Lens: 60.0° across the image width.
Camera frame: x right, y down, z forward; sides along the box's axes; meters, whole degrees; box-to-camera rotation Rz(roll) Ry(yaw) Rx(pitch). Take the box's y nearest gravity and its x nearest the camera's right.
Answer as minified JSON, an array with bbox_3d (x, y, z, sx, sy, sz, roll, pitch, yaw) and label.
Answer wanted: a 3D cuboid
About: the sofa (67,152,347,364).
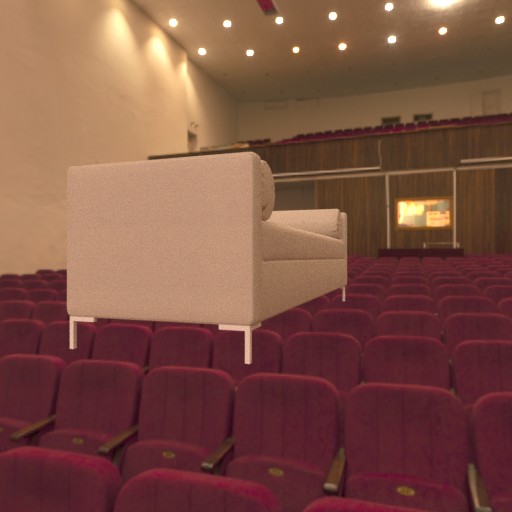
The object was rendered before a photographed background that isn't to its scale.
[{"bbox_3d":[0.000,0.000,2.328,0.686,0.635,1.981,0,0,19],"label":"sofa"}]
